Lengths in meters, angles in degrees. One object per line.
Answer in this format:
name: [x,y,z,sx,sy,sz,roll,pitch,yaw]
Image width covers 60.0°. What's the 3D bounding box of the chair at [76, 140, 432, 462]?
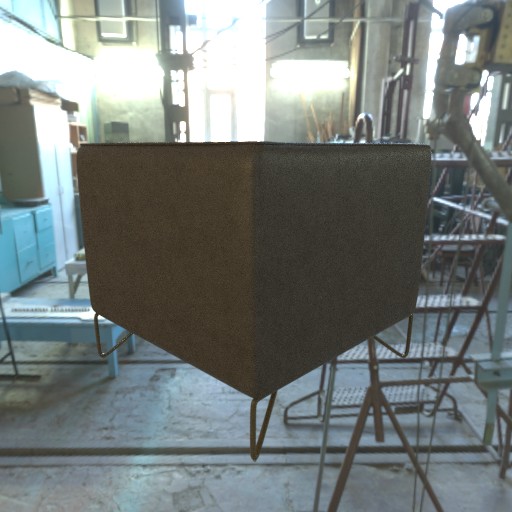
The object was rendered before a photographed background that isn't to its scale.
chair: [0.000,0.000,1.594,0.880,0.790,0.894,13,19,43]
